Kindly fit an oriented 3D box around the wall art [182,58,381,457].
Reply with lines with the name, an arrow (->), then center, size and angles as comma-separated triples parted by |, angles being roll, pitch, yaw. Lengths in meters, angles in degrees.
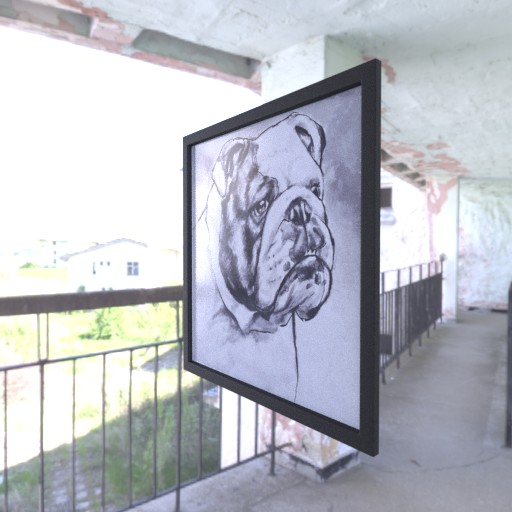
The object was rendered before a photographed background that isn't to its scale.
wall art -> 0.000, 0.000, 0.997 | 0.016, 0.659, 0.663 | -1, 2, -37
